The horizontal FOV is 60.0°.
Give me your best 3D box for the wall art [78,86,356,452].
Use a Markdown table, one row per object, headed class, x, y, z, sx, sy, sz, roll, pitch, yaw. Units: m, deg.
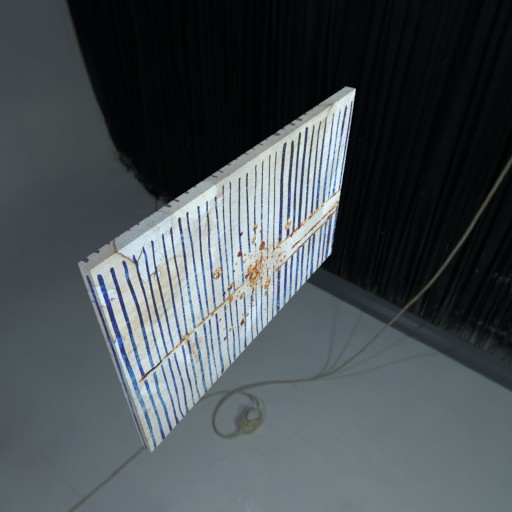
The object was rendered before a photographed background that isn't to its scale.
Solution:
| class | x | y | z | sx | sy | sz | roll | pitch | yaw |
| --- | --- | --- | --- | --- | --- | --- | --- | --- | --- |
| wall art | 0.000 | 0.000 | 1.169 | 0.030 | 0.609 | 0.919 | 25 | 47 | 26 |
